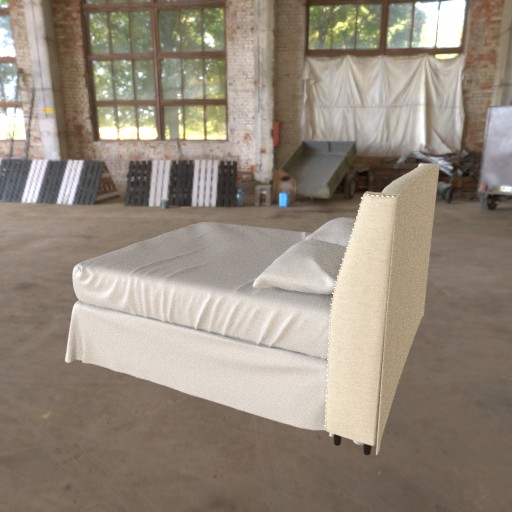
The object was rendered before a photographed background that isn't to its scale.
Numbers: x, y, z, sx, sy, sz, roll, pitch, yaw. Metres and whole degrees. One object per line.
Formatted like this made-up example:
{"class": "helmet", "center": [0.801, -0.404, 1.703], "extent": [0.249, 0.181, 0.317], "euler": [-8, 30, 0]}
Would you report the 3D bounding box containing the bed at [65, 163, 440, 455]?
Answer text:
{"class": "bed", "center": [0.000, 0.000, 3.291], "extent": [2.276, 1.332, 1.925], "euler": [8, 18, 25]}
